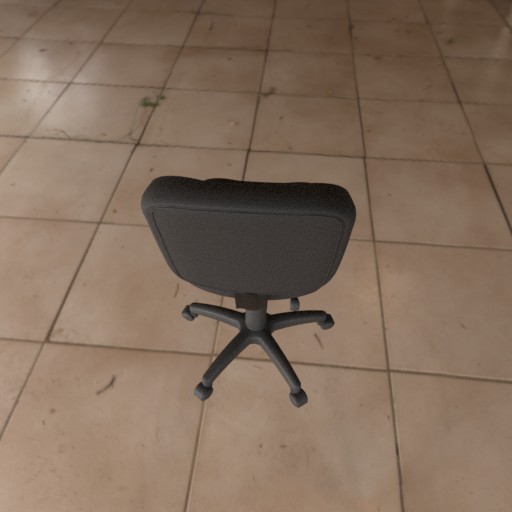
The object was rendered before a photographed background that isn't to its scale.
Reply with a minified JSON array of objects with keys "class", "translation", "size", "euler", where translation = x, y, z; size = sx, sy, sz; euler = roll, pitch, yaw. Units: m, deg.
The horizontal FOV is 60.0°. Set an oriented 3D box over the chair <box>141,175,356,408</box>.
[{"class":"chair","translation":[0.000,0.000,1.363],"size":[0.610,0.972,0.610],"euler":[3,49,3]}]
